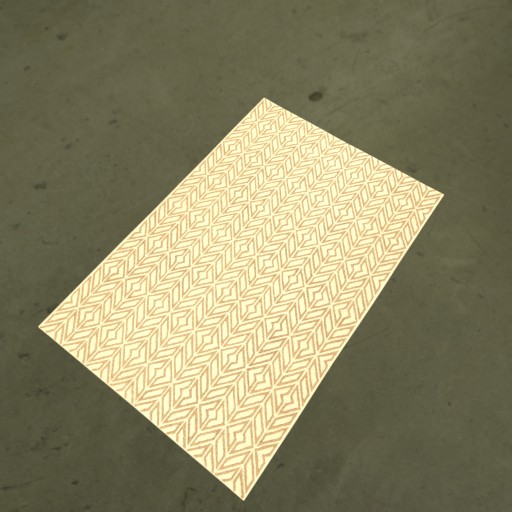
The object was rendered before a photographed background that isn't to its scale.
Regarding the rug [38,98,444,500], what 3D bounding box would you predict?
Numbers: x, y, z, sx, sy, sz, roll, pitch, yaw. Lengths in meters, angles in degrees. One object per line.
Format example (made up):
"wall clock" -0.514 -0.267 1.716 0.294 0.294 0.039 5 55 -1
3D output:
"rug" 0.000 0.000 2.266 1.220 0.007 1.828 33 68 15
